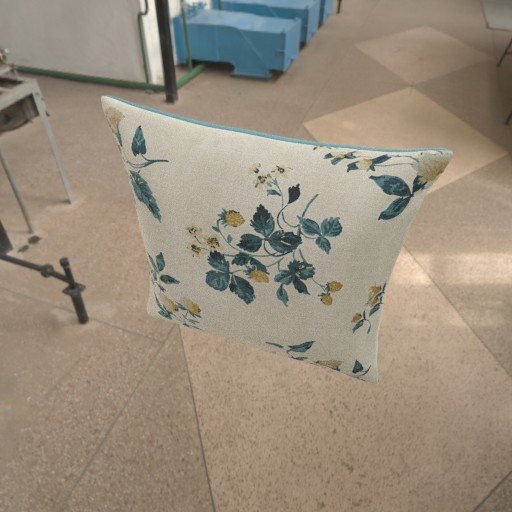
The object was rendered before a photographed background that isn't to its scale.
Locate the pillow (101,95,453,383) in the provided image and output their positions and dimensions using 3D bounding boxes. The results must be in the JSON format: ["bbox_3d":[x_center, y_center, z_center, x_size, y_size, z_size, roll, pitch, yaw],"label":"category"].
[{"bbox_3d":[0.000,0.000,0.789,0.526,0.507,0.166,14,43,15],"label":"pillow"}]
